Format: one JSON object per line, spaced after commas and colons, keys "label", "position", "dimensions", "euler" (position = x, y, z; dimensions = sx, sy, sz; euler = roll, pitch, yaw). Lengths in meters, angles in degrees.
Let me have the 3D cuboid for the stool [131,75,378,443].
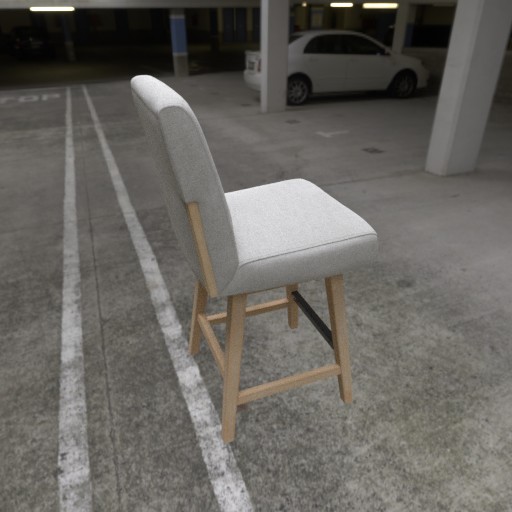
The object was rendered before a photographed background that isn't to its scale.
{"label": "stool", "position": [0.000, 0.000, 1.443], "dimensions": [0.606, 1.085, 0.507], "euler": [-11, 32, -18]}
